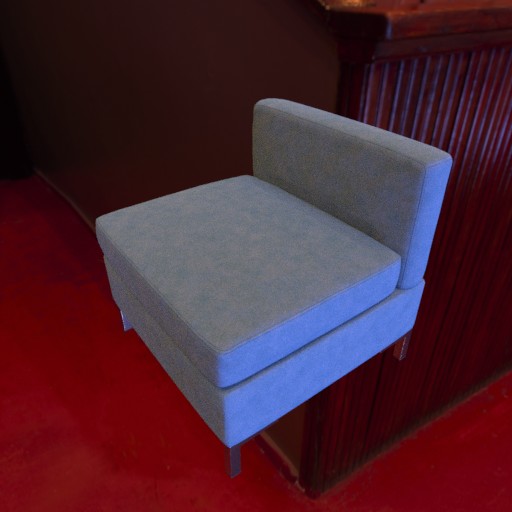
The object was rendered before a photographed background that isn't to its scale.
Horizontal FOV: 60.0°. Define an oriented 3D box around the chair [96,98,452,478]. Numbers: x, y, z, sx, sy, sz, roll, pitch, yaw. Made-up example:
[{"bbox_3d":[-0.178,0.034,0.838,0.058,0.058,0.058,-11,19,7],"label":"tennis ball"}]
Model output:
[{"bbox_3d":[0.000,0.000,1.237,0.685,0.660,0.684,-22,39,-30],"label":"chair"}]
